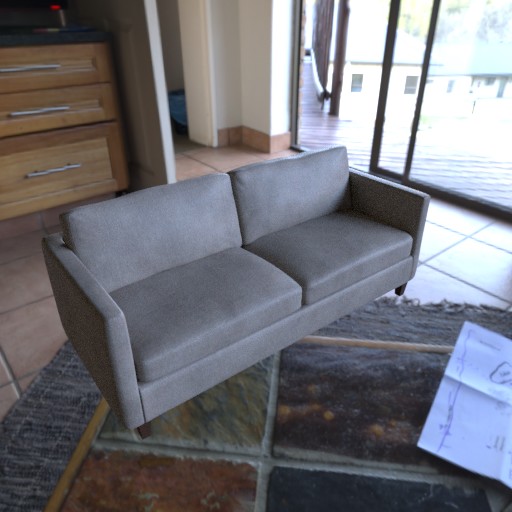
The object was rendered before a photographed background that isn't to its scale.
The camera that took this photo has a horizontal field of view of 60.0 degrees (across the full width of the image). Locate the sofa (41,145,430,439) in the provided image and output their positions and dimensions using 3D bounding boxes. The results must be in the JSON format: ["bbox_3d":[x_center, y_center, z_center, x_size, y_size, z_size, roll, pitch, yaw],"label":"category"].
[{"bbox_3d":[0.000,0.000,2.737,2.208,0.965,0.951,-21,35,-32],"label":"sofa"}]
